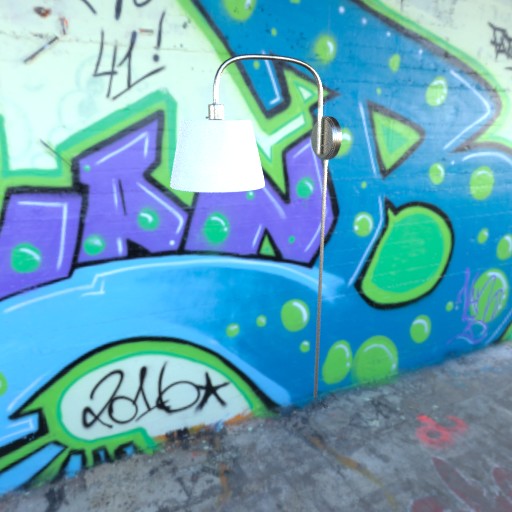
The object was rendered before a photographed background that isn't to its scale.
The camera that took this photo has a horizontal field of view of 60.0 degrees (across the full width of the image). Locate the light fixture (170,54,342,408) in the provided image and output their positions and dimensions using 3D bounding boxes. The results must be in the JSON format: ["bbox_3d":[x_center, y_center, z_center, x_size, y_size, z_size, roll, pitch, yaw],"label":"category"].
[{"bbox_3d":[0.000,0.000,0.476,0.176,0.399,0.092,-8,18,-25],"label":"light fixture"}]
